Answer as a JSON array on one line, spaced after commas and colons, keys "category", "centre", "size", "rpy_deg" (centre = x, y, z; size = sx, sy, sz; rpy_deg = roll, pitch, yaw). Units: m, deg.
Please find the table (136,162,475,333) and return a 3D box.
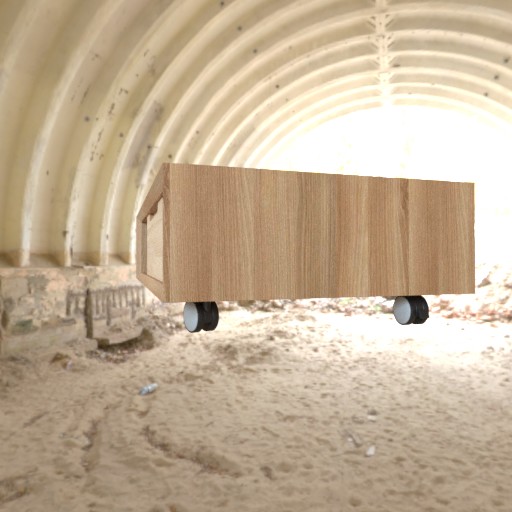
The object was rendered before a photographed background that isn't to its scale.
[{"category": "table", "centre": [0.000, 0.000, 1.429], "size": [0.700, 0.330, 1.100], "rpy_deg": [0, 0, -18]}]
